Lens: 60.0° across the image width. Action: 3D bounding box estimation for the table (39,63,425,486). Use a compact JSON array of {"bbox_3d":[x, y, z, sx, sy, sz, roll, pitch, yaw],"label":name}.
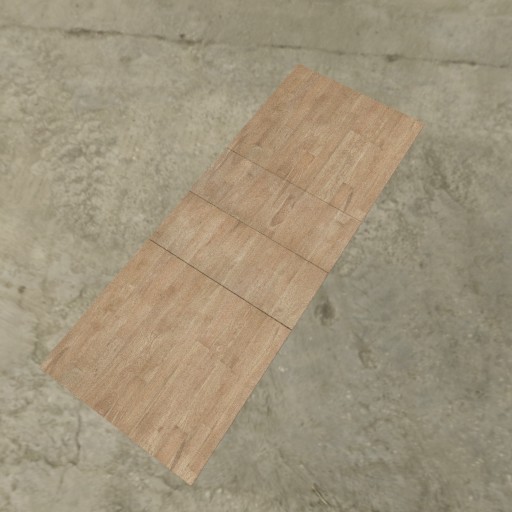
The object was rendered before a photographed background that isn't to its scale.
[{"bbox_3d":[0.000,0.000,2.993,1.000,0.752,2.603,31,69,13],"label":"table"}]
